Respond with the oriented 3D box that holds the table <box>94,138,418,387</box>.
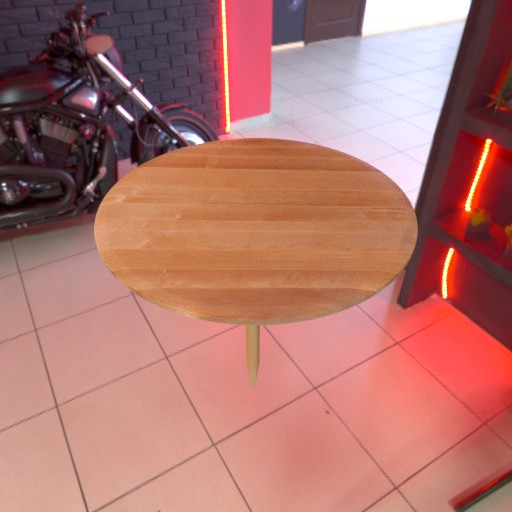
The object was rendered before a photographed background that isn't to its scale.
[{"bbox_3d":[0.000,0.000,1.403,0.900,0.400,0.900,0,39,0],"label":"table"}]
